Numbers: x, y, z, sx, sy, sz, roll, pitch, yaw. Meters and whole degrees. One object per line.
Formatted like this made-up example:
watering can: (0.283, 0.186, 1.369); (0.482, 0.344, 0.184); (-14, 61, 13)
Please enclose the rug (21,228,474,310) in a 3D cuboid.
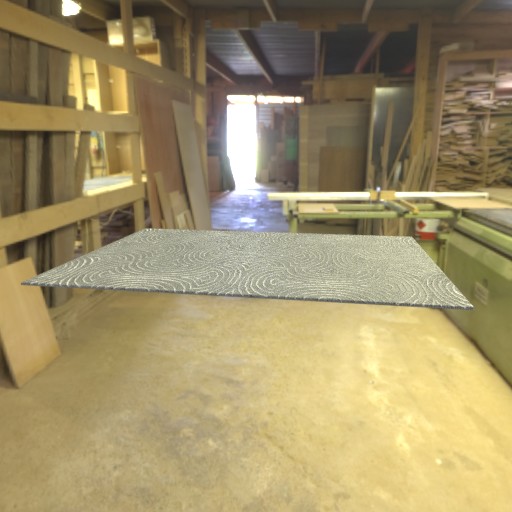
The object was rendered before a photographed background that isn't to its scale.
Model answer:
rug: (0.000, 0.000, 2.796); (2.144, 0.015, 1.543); (2, 14, 9)
